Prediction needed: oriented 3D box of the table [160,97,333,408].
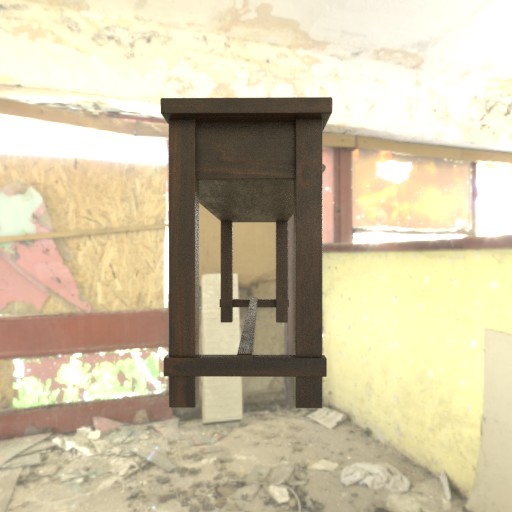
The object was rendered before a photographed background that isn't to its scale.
[{"bbox_3d":[0.000,0.000,1.859,0.442,0.762,1.599,0,0,1],"label":"table"}]
